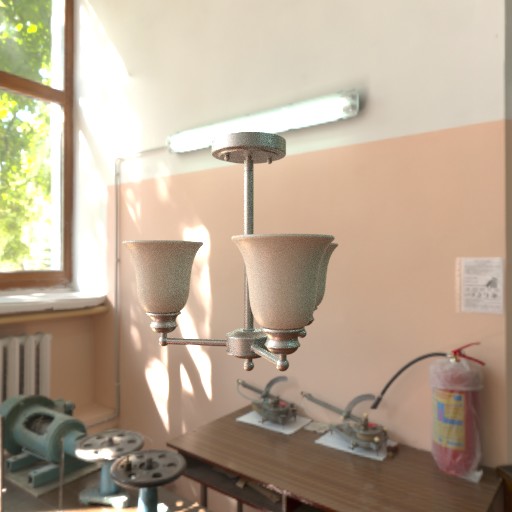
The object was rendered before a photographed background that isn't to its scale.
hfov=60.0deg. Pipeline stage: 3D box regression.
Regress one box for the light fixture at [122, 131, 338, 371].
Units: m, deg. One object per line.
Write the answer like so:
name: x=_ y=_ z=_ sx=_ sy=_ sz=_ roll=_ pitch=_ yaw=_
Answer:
light fixture: x=0.000 y=0.000 z=0.682 sx=0.388 sy=0.370 sz=0.354 roll=0 pitch=-1 yaw=-18
